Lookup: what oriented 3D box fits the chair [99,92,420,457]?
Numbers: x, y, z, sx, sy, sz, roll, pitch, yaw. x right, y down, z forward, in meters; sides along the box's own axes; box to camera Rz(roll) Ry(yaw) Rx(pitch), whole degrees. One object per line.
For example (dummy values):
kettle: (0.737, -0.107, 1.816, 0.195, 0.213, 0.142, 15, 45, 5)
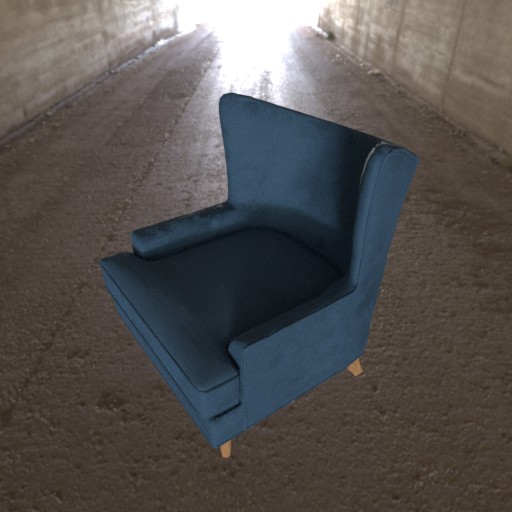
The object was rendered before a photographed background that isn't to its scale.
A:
chair: (0.000, 0.000, 1.585, 0.910, 0.952, 0.793, -21, 39, -29)
